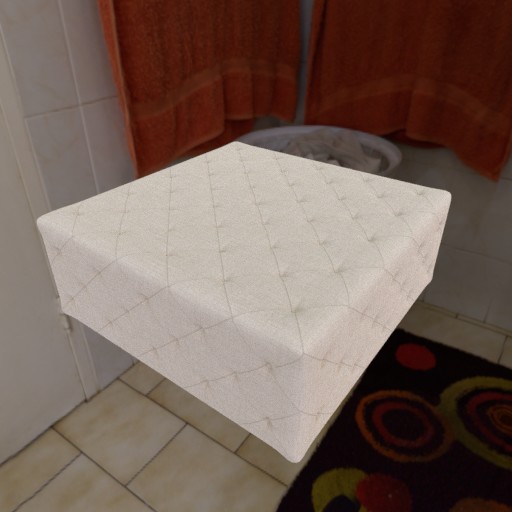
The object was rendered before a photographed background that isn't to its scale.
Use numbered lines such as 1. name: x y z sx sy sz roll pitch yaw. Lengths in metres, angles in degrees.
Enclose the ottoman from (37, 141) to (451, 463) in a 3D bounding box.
1. ottoman: 0.000 0.000 1.616 1.028 0.439 1.028 21 38 31
